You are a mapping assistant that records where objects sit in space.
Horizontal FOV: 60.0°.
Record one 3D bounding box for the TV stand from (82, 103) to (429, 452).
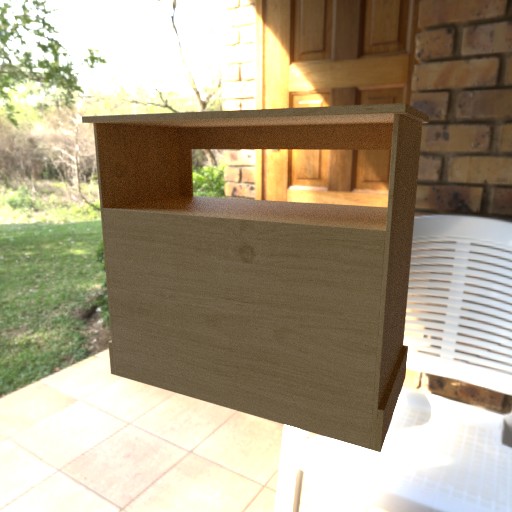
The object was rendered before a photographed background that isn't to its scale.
[{"bbox_3d":[0.000,0.000,1.308,0.851,0.787,0.430,7,15,26],"label":"TV stand"}]
